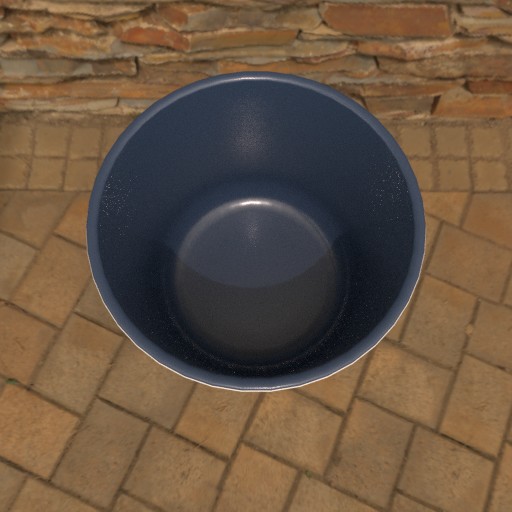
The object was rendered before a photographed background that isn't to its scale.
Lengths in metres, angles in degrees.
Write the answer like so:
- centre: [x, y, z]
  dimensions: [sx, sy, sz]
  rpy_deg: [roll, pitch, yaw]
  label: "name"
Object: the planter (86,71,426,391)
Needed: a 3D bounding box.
- centre: [0.000, 0.000, 0.387]
  dimensions: [0.224, 0.203, 0.224]
  rpy_deg: [0, 74, 0]
  label: "planter"
